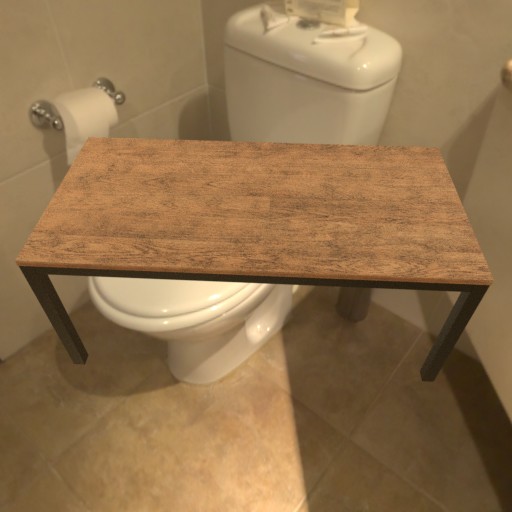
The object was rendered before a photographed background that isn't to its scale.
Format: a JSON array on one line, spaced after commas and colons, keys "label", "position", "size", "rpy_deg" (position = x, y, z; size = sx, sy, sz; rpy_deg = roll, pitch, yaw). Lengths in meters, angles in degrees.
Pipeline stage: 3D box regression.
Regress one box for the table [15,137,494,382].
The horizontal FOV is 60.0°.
[{"label": "table", "position": [0.000, 0.000, 2.252], "size": [1.805, 0.767, 0.893], "rpy_deg": [2, 46, 2]}]
